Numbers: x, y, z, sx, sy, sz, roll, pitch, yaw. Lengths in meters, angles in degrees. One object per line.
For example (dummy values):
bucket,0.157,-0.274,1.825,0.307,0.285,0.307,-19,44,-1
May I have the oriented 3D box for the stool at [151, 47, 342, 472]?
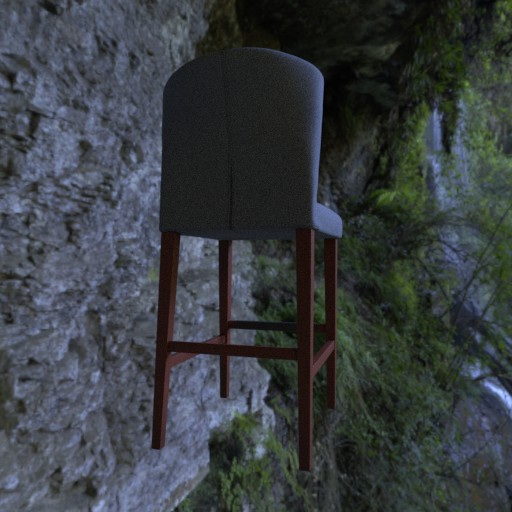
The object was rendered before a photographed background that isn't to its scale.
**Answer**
stool,0.000,0.000,1.405,0.481,1.069,0.568,0,-1,18
